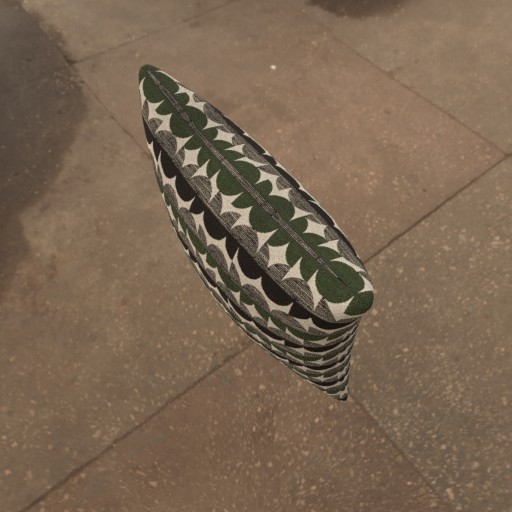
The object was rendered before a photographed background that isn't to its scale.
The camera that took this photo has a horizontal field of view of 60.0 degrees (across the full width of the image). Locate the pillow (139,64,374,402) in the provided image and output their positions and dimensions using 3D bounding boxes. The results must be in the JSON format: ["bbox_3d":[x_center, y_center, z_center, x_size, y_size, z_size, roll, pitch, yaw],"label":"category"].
[{"bbox_3d":[0.000,0.000,0.637,0.180,0.404,0.419,-31,62,-18],"label":"pillow"}]
